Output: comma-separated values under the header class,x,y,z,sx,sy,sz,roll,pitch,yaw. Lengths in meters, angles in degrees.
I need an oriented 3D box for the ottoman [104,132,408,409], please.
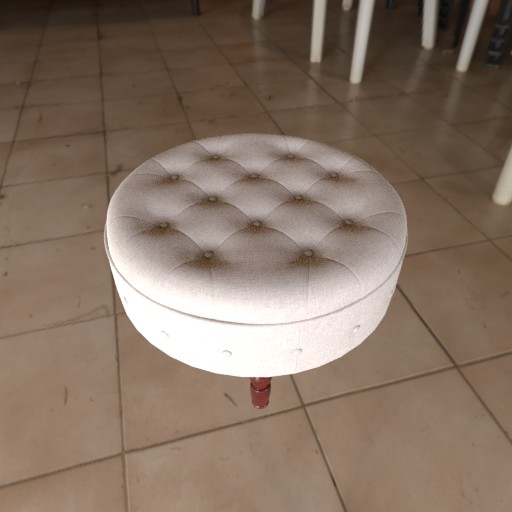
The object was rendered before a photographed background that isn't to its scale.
class,x,y,z,sx,sy,sz,roll,pitch,yaw
ottoman,0.000,0.000,1.386,0.849,0.478,0.849,0,41,0
